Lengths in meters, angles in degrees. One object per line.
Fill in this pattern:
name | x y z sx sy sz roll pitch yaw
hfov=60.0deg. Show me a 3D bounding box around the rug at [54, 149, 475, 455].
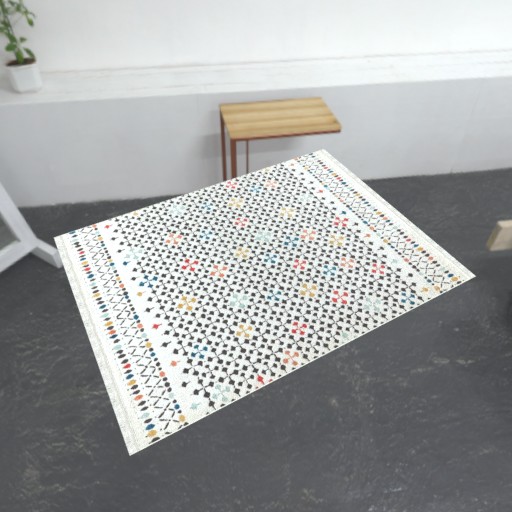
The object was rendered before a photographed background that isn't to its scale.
rug | 0.000 0.000 4.143 3.196 0.007 2.354 -22 50 -20
